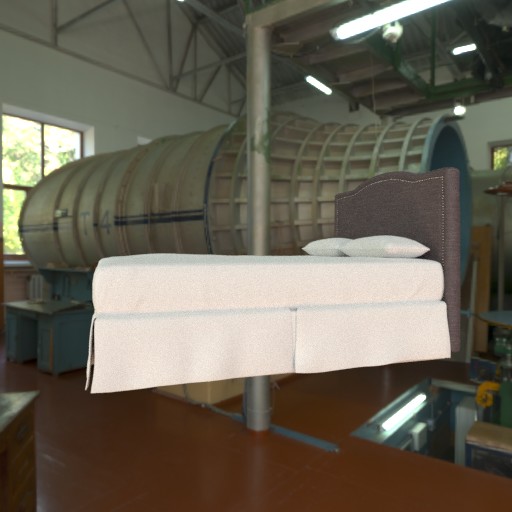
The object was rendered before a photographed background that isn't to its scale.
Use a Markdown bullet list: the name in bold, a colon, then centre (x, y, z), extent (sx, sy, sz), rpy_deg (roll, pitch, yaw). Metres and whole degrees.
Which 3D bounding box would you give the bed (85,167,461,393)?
- **bed**: centre (0.000, 0.000, 3.533), extent (2.507, 1.441, 1.741), rpy_deg (0, 1, -18)
